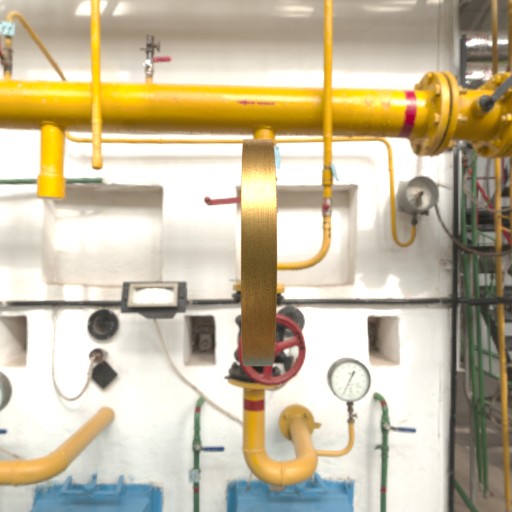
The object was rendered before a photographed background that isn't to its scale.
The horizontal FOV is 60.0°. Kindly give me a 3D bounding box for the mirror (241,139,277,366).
[{"bbox_3d":[0.000,0.000,0.675,0.032,0.254,0.584,0,-1,-1],"label":"mirror"}]
